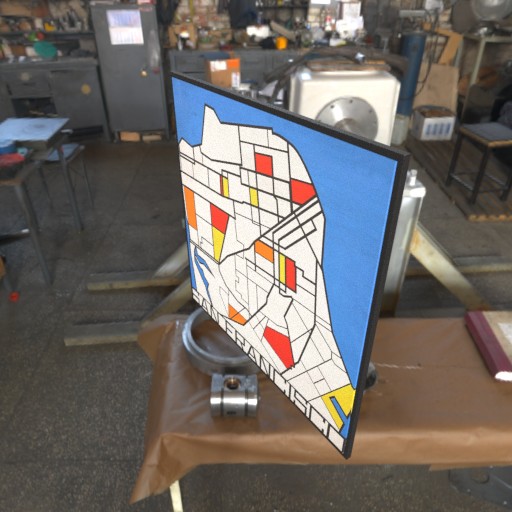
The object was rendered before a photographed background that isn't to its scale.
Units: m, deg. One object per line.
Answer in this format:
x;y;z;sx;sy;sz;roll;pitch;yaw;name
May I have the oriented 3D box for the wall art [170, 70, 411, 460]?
0.000;0.000;0.974;0.015;0.663;0.664;-21;39;-29;wall art
